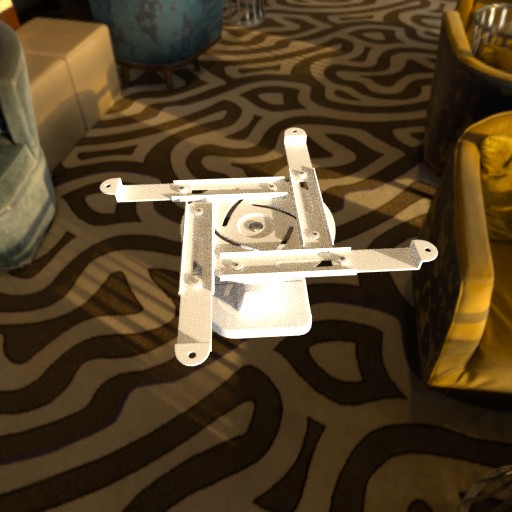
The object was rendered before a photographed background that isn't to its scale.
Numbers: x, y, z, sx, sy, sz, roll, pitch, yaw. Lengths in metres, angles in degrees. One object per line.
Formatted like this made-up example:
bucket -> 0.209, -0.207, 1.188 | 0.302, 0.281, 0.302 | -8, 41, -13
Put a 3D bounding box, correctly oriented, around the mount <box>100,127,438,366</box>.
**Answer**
mount -> 0.000, 0.000, 0.582 | 0.394, 0.141, 0.394 | -3, 46, -2
